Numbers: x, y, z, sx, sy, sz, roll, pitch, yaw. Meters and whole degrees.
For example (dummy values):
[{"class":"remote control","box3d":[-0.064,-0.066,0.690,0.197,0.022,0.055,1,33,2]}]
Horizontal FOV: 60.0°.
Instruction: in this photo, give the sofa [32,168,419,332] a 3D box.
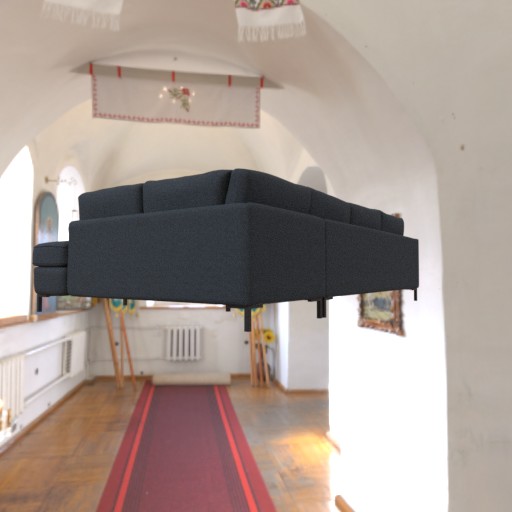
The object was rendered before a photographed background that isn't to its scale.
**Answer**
[{"class":"sofa","box3d":[0.000,0.000,3.873,1.984,0.858,2.975,-1,-3,35]}]
